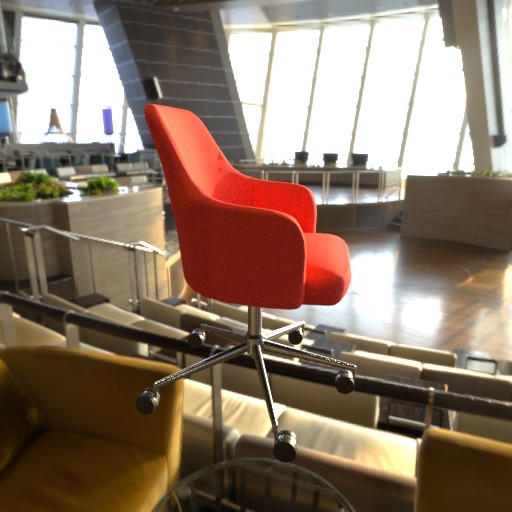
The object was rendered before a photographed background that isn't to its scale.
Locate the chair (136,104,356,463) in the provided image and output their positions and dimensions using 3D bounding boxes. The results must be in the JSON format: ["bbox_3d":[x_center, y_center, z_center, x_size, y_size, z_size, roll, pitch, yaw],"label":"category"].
[{"bbox_3d":[0.000,0.000,1.265,0.600,0.820,0.655,3,15,10],"label":"chair"}]
